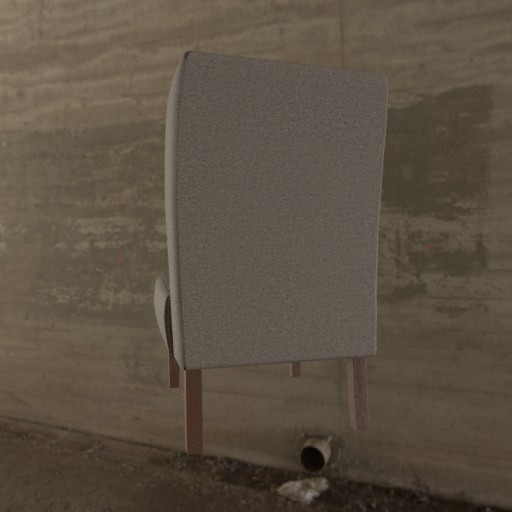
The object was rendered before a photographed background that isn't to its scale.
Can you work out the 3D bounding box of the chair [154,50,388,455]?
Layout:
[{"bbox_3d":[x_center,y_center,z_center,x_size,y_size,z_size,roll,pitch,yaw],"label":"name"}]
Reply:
[{"bbox_3d":[0.000,0.000,1.187,0.513,0.804,0.592,0,1,-17],"label":"chair"}]
